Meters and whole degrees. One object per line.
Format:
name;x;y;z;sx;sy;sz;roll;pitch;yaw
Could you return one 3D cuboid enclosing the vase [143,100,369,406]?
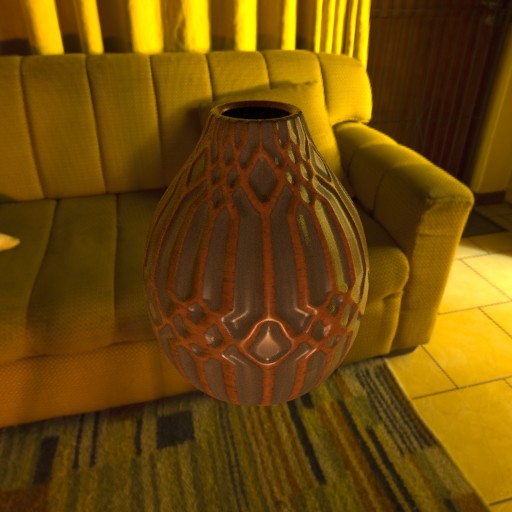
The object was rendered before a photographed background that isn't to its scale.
vase;0.000;0.000;0.136;0.069;0.088;0.069;0;31;0
